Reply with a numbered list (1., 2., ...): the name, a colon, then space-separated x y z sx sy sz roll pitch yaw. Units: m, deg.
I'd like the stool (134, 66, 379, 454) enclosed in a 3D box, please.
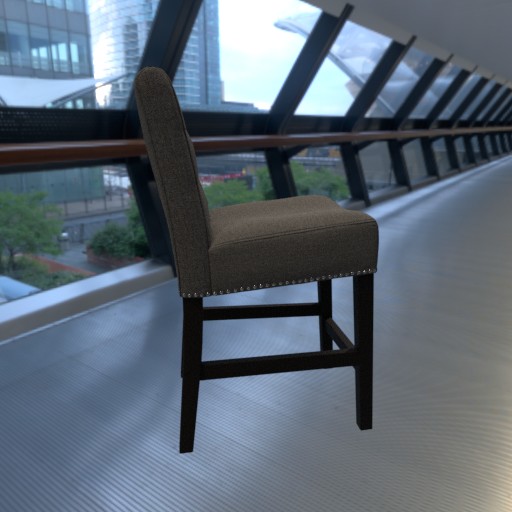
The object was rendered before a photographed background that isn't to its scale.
1. stool: 0.000 0.000 1.191 0.571 0.885 0.427 -2 15 -9
